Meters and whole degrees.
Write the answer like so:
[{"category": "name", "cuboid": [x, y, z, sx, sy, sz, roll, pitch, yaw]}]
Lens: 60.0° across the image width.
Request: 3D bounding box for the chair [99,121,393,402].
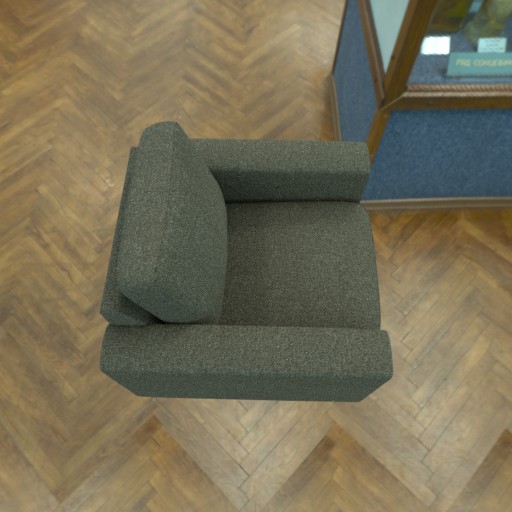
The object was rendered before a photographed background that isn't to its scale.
[{"category": "chair", "cuboid": [0.000, 0.000, 1.788, 1.016, 0.873, 1.005, 1, 64, 1]}]
